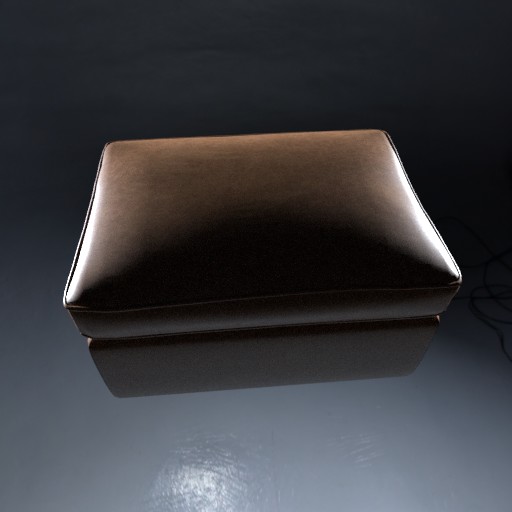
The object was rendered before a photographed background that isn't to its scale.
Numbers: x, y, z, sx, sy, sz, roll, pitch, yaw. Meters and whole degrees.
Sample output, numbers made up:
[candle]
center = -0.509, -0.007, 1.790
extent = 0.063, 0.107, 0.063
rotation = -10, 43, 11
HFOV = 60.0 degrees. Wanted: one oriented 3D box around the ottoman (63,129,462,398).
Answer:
[ottoman]
center = 0.000, 0.000, 1.117
extent = 0.756, 0.468, 0.554
rotation = -3, 47, -3
